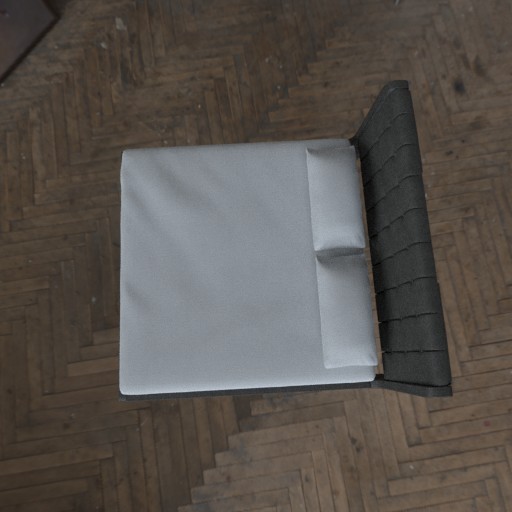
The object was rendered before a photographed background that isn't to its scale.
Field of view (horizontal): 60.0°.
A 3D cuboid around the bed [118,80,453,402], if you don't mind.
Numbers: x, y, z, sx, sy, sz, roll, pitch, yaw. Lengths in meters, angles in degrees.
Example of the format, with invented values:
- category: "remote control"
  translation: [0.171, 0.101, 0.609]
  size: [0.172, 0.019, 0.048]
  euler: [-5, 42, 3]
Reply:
- category: "bed"
  translation: [0.000, 0.000, 3.104]
  size: [2.031, 1.158, 1.903]
  euler: [-3, 78, -1]
